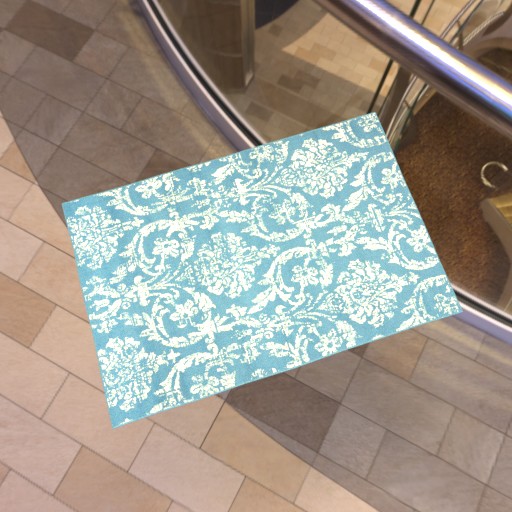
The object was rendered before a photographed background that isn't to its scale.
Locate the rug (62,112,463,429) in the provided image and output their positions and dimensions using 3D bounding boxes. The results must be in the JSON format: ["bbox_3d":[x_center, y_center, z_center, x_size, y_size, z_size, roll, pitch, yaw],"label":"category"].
[{"bbox_3d":[0.000,0.000,2.338,1.833,0.012,1.211,-17,76,-4],"label":"rug"}]
